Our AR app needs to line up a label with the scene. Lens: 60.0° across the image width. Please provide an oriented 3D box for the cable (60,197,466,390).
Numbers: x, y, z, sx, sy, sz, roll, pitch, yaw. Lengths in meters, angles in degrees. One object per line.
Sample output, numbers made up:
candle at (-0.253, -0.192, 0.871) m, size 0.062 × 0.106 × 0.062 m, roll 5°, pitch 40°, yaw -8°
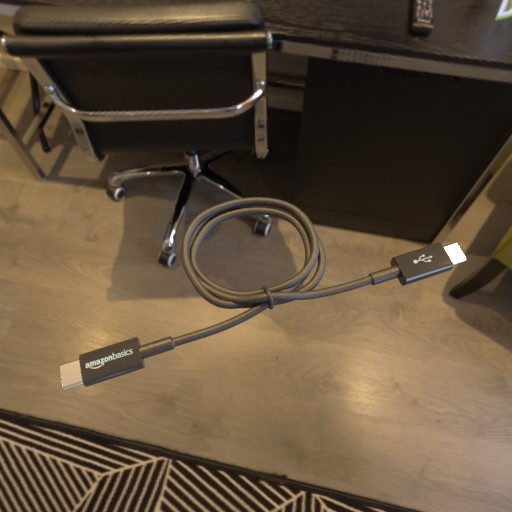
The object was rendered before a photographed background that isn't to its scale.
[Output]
cable at (0.000, 0.000, 0.211) m, size 0.192 × 0.014 × 0.070 m, roll -17°, pitch 64°, yaw -9°
